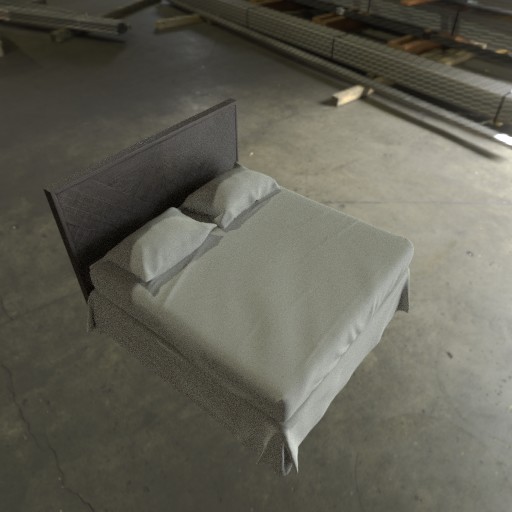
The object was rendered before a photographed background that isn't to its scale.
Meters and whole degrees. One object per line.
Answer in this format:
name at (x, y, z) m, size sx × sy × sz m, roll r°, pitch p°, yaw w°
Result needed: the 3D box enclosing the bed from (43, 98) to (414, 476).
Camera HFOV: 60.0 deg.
bed at (0.000, 0.000, 2.908) m, size 1.785 × 1.142 × 1.772 m, roll 28°, pitch 49°, yaw 27°
